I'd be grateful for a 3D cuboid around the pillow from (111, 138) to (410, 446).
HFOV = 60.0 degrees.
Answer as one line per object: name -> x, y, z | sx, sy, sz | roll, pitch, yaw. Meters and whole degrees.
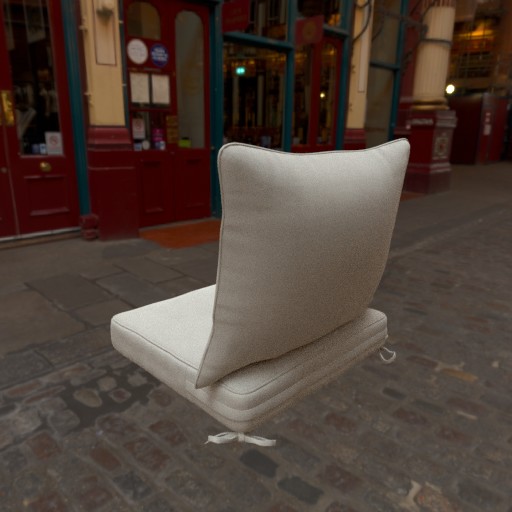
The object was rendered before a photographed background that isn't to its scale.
pillow -> 0.000, 0.000, 1.391 | 0.733, 0.716, 0.798 | 15, 22, 43
